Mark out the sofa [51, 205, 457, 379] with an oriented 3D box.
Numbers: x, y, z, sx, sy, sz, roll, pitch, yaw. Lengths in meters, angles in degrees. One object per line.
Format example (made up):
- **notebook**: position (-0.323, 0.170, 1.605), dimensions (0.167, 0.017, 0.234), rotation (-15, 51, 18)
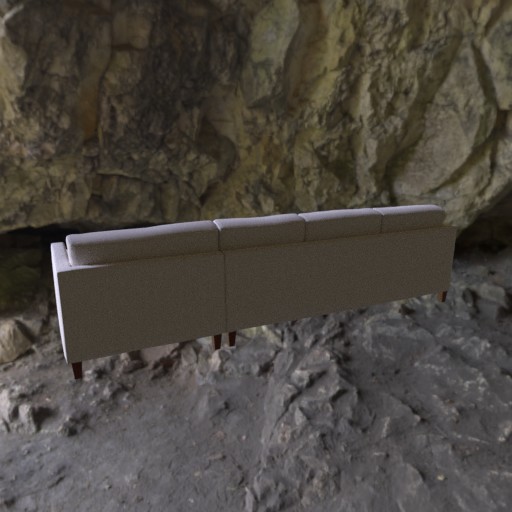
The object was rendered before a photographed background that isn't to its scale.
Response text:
- **sofa**: position (0.000, 0.000, 4.155), dimensions (3.471, 0.954, 1.599), rotation (-7, 16, -25)
